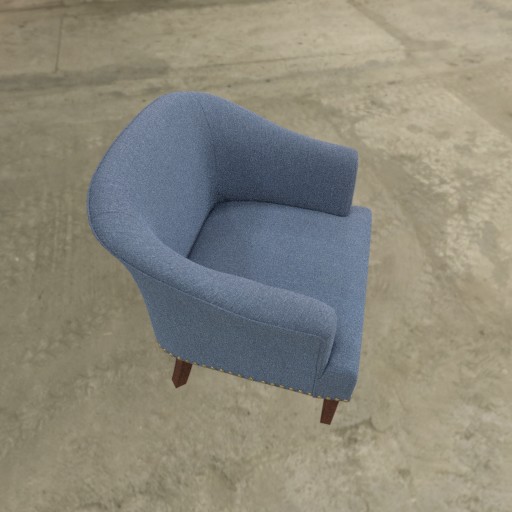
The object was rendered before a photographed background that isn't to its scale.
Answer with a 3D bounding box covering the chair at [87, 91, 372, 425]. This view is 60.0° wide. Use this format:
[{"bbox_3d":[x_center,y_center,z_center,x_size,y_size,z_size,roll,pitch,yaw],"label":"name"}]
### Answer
[{"bbox_3d":[0.000,0.000,1.393,0.704,0.815,0.772,10,47,9],"label":"chair"}]
